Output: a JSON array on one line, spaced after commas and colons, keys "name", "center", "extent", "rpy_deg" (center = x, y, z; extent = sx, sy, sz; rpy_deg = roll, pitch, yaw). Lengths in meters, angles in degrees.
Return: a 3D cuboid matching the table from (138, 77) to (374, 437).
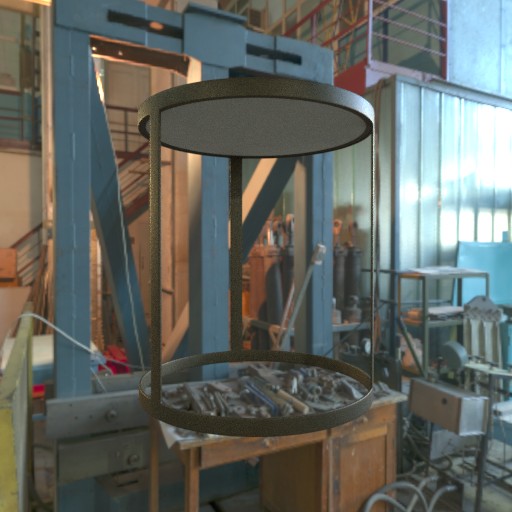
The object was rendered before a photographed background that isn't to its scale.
[{"name": "table", "center": [0.000, 0.000, 0.935], "extent": [0.480, 0.565, 0.480], "rpy_deg": [0, 1, 0]}]
